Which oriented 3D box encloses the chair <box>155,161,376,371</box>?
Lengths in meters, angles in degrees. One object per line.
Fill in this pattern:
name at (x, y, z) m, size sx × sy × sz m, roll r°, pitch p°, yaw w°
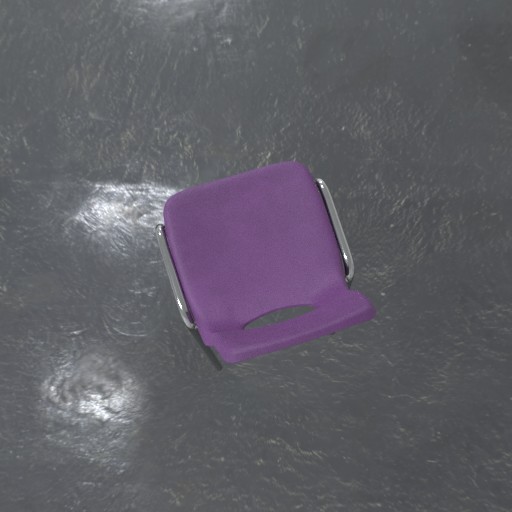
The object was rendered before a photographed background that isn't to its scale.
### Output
chair at (0.000, 0.000, 0.964) m, size 0.381 × 0.704 × 0.432 m, roll -17°, pitch 76°, yaw -4°
